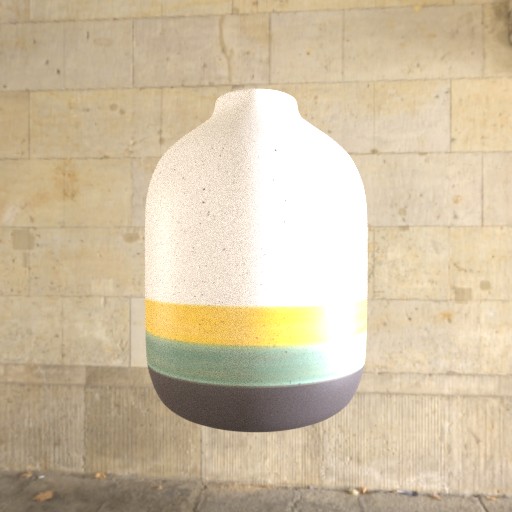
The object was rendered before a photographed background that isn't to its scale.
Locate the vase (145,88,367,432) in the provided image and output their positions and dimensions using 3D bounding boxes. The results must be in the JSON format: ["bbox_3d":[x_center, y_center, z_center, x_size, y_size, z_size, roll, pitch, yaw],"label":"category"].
[{"bbox_3d":[0.000,0.000,0.348,0.169,0.240,0.169,0,0,0],"label":"vase"}]
